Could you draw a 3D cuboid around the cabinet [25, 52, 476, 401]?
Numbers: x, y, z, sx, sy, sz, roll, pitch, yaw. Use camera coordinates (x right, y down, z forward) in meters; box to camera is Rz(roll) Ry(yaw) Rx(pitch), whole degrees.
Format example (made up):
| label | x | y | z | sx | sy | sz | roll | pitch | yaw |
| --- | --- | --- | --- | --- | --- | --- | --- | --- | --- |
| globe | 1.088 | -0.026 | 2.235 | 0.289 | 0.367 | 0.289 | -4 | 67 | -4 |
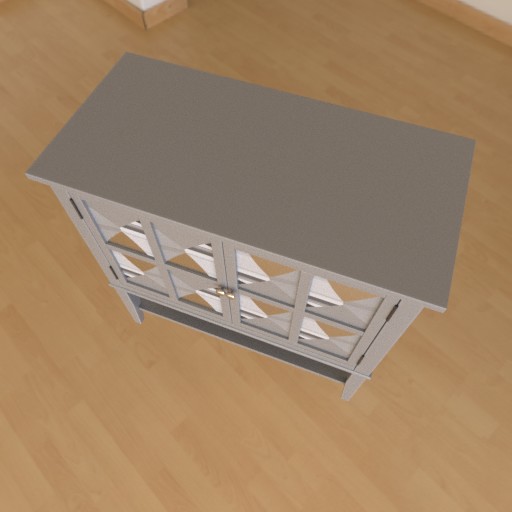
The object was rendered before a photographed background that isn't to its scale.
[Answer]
| label | x | y | z | sx | sy | sz | roll | pitch | yaw |
| --- | --- | --- | --- | --- | --- | --- | --- | --- | --- |
| cabinet | 0.000 | 0.000 | 1.208 | 0.801 | 0.780 | 0.396 | 18 | 61 | 10 |
